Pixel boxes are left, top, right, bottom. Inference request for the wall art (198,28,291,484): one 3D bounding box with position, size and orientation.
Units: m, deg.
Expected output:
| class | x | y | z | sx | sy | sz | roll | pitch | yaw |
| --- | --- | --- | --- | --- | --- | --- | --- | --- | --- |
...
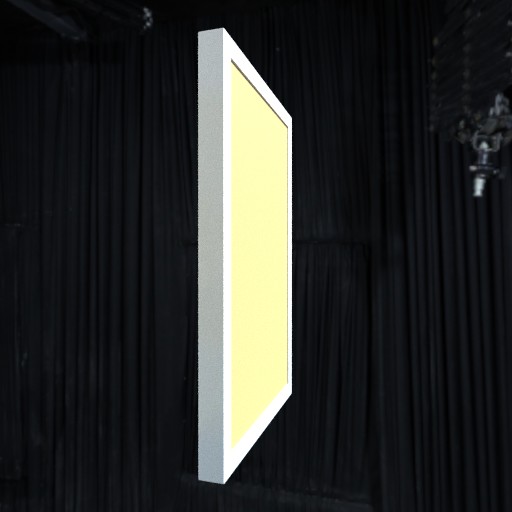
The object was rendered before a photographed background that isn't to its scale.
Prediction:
| class | x | y | z | sx | sy | sz | roll | pitch | yaw |
| --- | --- | --- | --- | --- | --- | --- | --- | --- | --- |
| wall art | 0.000 | 0.000 | 0.794 | 0.038 | 0.611 | 0.408 | 0 | 0 | 17 |
